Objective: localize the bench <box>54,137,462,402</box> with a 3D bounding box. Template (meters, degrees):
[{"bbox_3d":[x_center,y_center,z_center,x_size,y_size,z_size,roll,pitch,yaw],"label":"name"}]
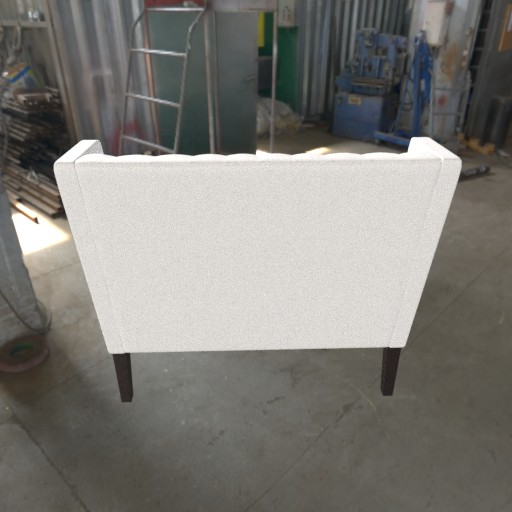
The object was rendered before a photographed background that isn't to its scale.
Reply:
[{"bbox_3d":[0.000,0.000,1.984,1.280,1.123,0.847,-1,29,-2],"label":"bench"}]
